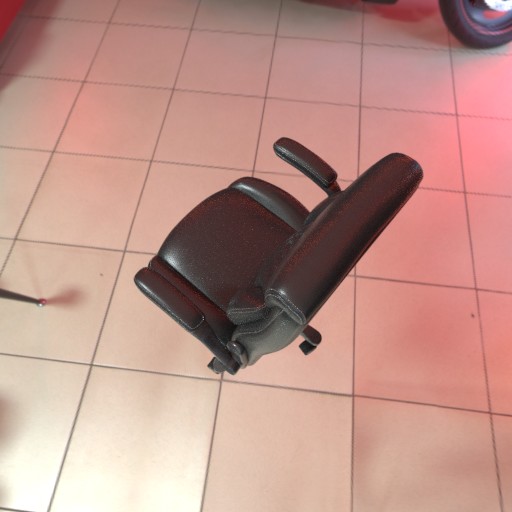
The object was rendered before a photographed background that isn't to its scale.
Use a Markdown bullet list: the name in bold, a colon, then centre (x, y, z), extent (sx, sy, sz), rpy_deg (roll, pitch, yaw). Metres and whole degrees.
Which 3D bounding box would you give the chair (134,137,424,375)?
- **chair**: centre (0.000, 0.000, 1.610), extent (0.724, 1.110, 0.782), rpy_deg (36, 68, 17)
